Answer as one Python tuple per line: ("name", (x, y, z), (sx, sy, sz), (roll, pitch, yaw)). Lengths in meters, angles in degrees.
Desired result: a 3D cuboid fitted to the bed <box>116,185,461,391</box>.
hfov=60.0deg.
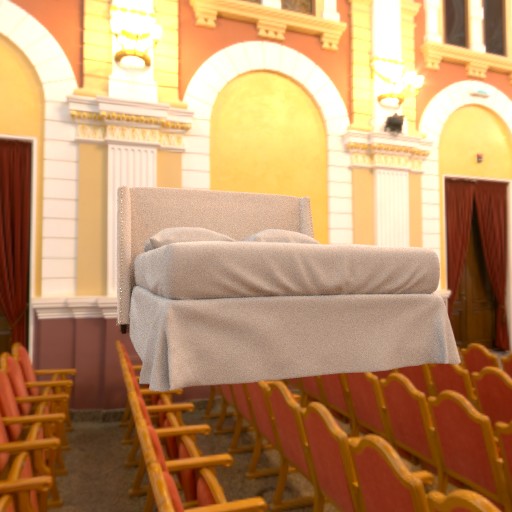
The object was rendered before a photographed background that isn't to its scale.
("bed", (0.000, 0.000, 3.330), (1.925, 1.332, 2.276), (1, -2, -20))
